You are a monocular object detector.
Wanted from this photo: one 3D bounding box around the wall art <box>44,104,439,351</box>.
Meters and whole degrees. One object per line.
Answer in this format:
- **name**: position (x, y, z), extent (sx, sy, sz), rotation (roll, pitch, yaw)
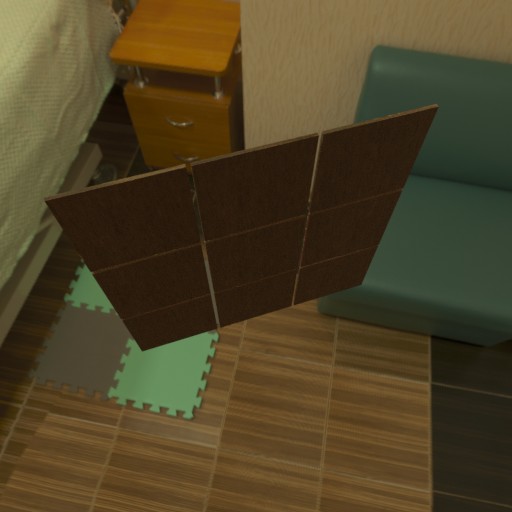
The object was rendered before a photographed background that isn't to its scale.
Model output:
- **wall art**: position (0.000, 0.000, 1.823), extent (1.215, 1.213, 0.013), rotation (-16, 60, -9)
